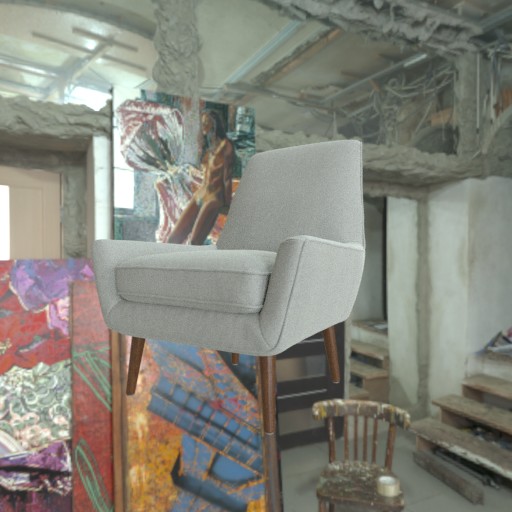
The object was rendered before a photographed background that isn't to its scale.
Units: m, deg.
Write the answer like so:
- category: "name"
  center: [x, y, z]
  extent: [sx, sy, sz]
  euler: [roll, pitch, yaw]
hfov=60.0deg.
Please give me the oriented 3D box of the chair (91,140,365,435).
- category: "chair"
  center: [0.000, 0.000, 1.531]
  extent: [0.787, 0.888, 0.822]
  euler: [0, 1, 34]
